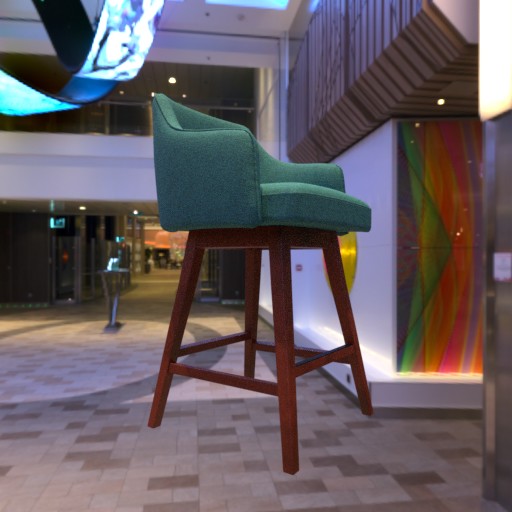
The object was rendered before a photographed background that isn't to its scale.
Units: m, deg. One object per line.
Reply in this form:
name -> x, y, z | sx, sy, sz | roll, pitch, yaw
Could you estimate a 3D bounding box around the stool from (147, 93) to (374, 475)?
stool -> 0.000, 0.000, 1.317 | 0.556, 0.961, 0.548 | 0, 0, 36
